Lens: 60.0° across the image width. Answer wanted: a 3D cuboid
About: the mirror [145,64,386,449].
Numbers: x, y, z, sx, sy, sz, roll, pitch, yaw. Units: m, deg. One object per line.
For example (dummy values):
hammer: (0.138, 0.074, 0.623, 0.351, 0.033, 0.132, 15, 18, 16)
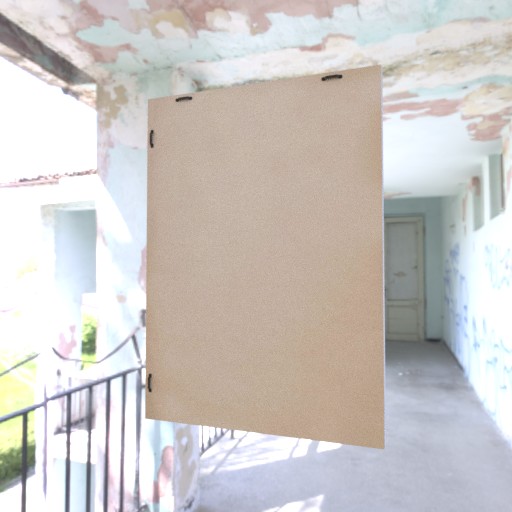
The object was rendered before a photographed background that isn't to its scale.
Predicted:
mirror: (0.000, 0.000, 0.915, 0.507, 0.710, 0.039, -1, -2, 19)
